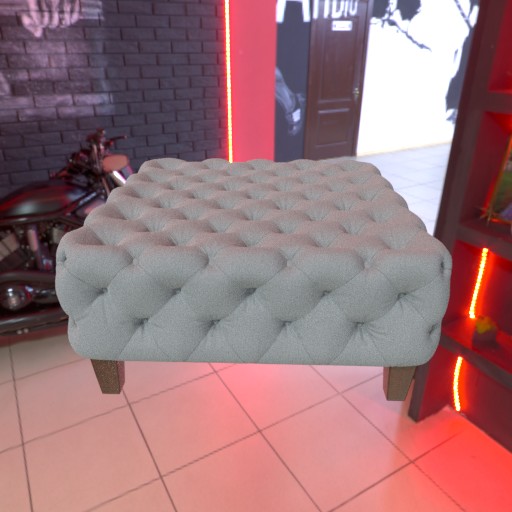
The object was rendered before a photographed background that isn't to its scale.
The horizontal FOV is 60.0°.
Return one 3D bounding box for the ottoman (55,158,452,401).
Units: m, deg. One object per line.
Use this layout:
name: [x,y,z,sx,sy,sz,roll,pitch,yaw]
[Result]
ottoman: [0.000,0.000,1.413,0.917,0.439,0.911,1,26,2]
